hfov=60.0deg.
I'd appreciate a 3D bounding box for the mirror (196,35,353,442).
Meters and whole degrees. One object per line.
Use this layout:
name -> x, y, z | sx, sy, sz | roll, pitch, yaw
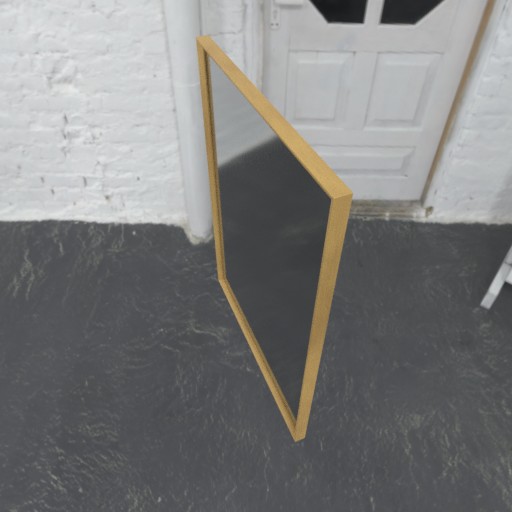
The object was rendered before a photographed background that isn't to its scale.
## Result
mirror -> 0.000, 0.000, 1.340 | 0.041, 1.016, 0.762 | -17, 48, -16
